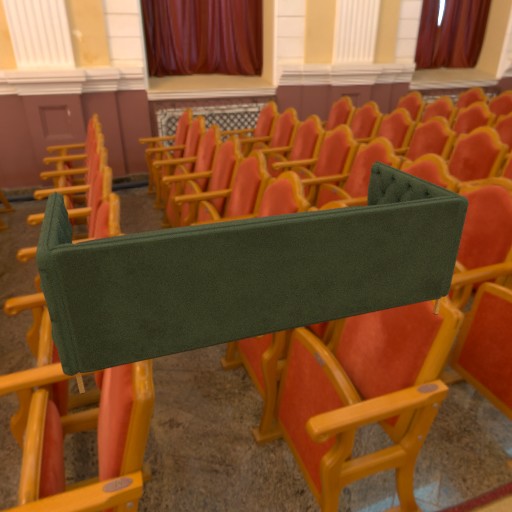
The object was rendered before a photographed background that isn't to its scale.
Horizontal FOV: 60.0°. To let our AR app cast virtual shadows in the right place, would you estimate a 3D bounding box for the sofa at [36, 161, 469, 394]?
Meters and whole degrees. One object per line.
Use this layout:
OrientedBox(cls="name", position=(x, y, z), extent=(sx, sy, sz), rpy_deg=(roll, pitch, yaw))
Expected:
OrientedBox(cls="sofa", position=(0.000, 0.000, 2.605), extent=(2.209, 0.771, 0.895), rpy_deg=(-9, 27, -17))
